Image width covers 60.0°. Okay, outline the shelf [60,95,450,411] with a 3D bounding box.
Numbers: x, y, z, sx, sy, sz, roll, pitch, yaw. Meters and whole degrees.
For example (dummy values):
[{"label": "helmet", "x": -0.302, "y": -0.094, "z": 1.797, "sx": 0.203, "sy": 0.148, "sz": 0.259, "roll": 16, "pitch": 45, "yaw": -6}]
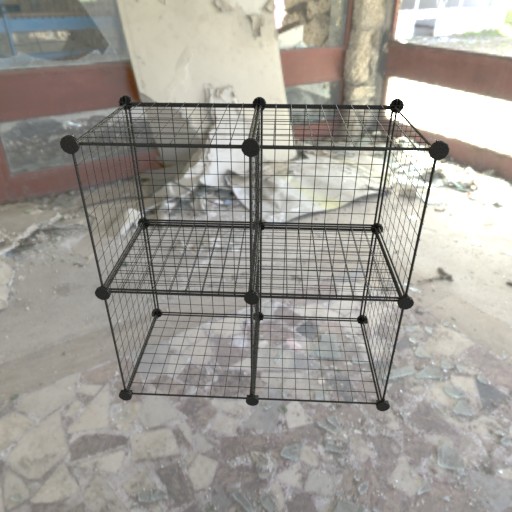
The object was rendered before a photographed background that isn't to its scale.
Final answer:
[{"label": "shelf", "x": 0.000, "y": 0.000, "z": 1.137, "sx": 0.711, "sy": 0.711, "sz": 0.356, "roll": 2, "pitch": 31, "yaw": 3}]
